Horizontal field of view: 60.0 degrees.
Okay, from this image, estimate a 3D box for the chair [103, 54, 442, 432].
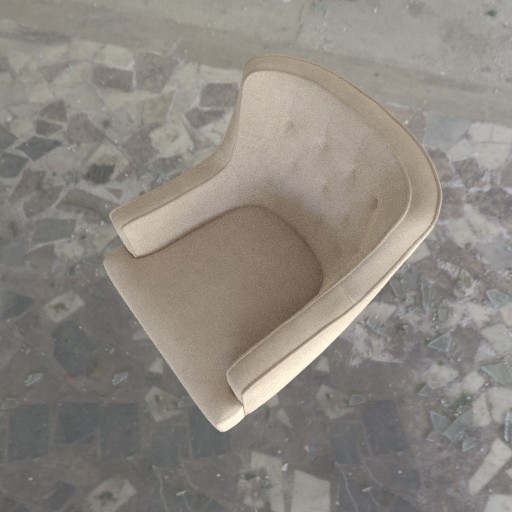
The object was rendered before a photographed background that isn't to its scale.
[{"bbox_3d":[0.000,0.000,1.569,0.910,0.920,0.781,-35,68,-16],"label":"chair"}]
